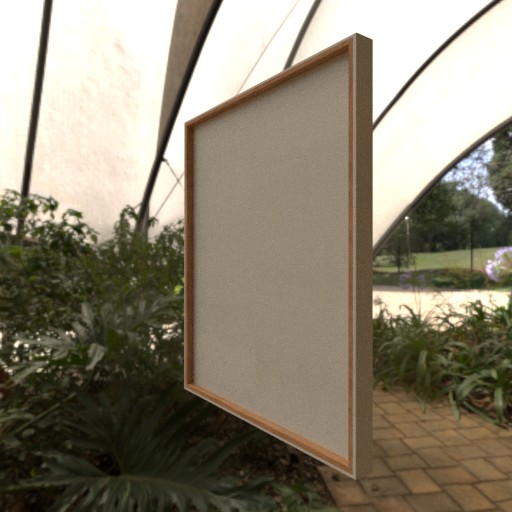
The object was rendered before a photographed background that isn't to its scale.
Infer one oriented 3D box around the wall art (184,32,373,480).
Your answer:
[{"bbox_3d":[0.000,0.000,0.814,0.037,0.606,0.508,0,0,-36],"label":"wall art"}]
